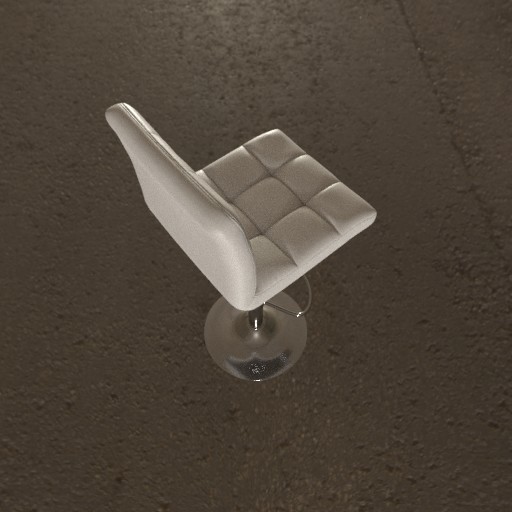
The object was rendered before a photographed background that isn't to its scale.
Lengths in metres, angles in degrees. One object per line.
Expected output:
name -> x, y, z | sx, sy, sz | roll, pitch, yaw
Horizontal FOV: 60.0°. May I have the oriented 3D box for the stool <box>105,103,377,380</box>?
stool -> 0.000, 0.000, 1.363 | 0.505, 1.115, 0.430 | -34, 63, -20
